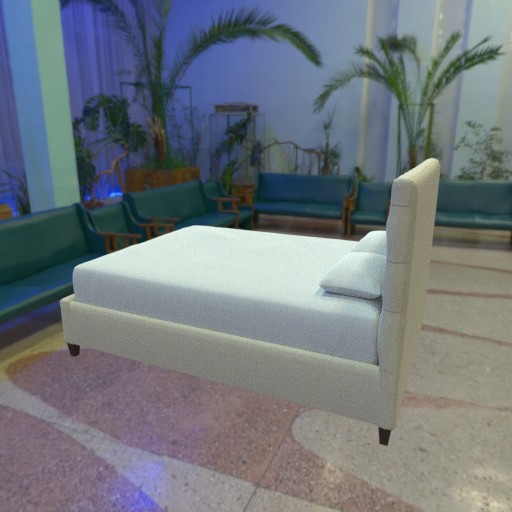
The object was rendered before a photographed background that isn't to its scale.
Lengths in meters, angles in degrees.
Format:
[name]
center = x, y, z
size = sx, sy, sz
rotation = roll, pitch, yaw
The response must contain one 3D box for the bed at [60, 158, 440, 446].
[bed]
center = 0.000, 0.000, 3.376
size = 2.387, 1.427, 1.698
rotation = 7, 17, 24
